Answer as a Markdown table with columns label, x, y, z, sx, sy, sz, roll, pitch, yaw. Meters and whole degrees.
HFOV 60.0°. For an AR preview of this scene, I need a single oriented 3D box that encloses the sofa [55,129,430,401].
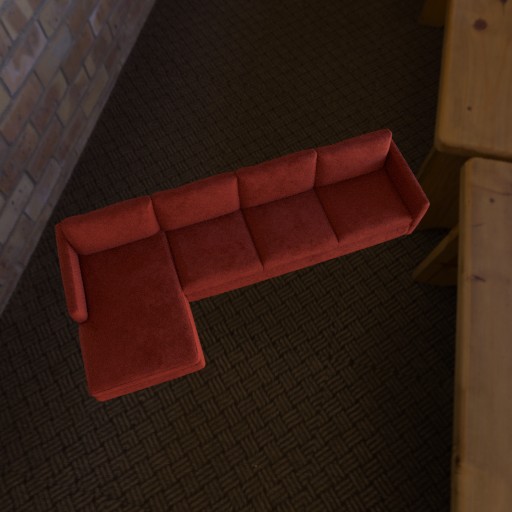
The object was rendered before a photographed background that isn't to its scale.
| label | x | y | z | sx | sy | sz | roll | pitch | yaw |
| --- | --- | --- | --- | --- | --- | --- | --- | --- | --- |
| sofa | 0.000 | 0.000 | 3.002 | 2.467 | 0.663 | 1.136 | -17 | 66 | -8 |
